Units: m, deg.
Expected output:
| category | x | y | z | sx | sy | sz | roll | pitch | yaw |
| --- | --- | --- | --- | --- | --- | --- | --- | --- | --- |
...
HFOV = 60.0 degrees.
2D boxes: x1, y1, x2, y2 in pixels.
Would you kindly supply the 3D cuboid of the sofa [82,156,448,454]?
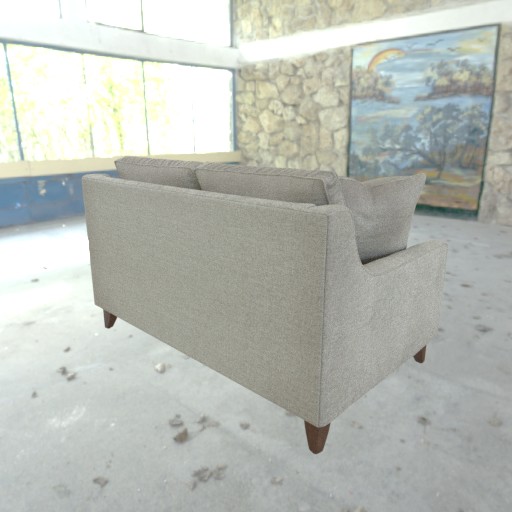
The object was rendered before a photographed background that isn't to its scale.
| category | x | y | z | sx | sy | sz | roll | pitch | yaw |
| --- | --- | --- | --- | --- | --- | --- | --- | --- | --- |
| sofa | 0.000 | 0.000 | 2.005 | 1.422 | 0.863 | 0.915 | 15 | 21 | 42 |
